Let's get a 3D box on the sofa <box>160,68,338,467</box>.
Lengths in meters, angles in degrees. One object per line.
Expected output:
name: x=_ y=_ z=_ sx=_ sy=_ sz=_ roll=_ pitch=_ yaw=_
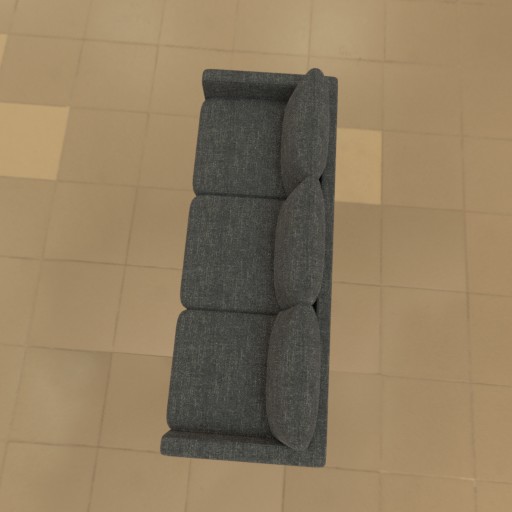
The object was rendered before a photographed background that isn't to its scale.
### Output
sofa: x=0.000 y=0.000 z=2.669 sx=0.859 sy=0.874 sz=2.218 roll=4 pitch=77 yaw=1
